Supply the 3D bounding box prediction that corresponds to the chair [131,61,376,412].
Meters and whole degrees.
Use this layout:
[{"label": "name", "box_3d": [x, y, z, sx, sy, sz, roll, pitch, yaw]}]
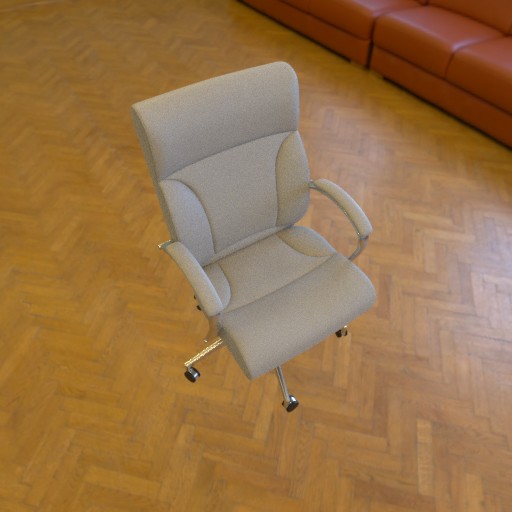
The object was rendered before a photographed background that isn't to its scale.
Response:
[{"label": "chair", "box_3d": [0.000, 0.000, 1.628, 0.727, 1.099, 0.745, -26, 52, -22]}]
